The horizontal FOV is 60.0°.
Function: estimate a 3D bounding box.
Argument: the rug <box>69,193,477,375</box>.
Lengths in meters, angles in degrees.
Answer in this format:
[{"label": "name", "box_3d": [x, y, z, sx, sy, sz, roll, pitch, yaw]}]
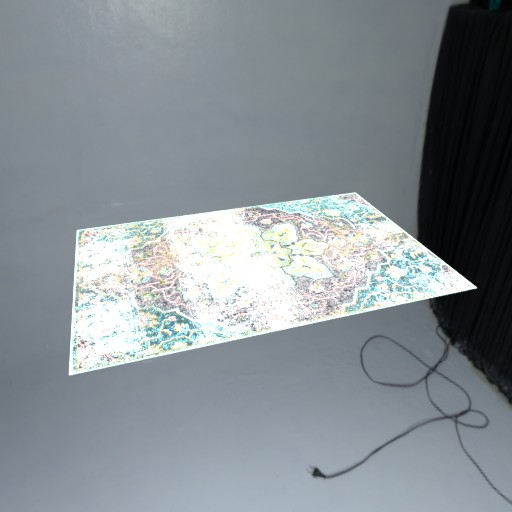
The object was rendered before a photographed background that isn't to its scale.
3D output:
[{"label": "rug", "box_3d": [0.000, 0.000, 3.012, 2.363, 0.004, 1.566, -9, 32, -14]}]
